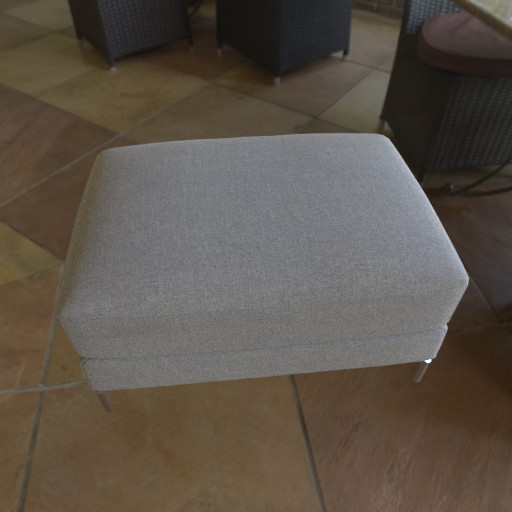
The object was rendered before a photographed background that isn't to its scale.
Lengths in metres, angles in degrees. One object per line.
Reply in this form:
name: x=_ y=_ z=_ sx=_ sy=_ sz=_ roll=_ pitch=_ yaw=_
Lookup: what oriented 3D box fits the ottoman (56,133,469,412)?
ottoman: x=0.000 y=0.000 z=1.151 sx=0.838 sy=0.457 sz=0.584 roll=-4 pitch=46 yaw=-4
